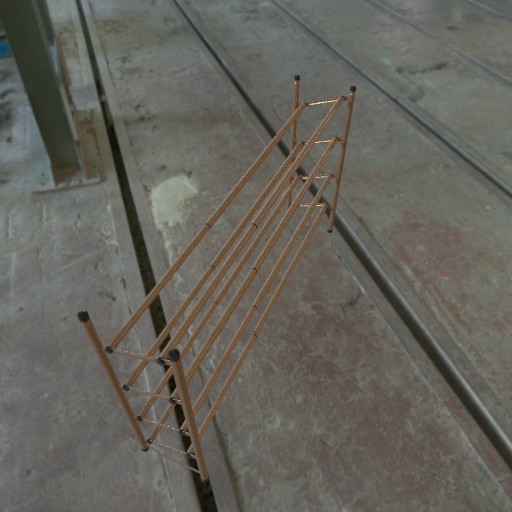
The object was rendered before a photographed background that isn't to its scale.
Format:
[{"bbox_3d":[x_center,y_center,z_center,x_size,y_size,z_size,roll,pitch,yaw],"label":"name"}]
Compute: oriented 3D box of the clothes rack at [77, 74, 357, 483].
[{"bbox_3d":[0.000,0.000,1.420,0.229,0.672,1.168,18,49,17],"label":"clothes rack"}]
